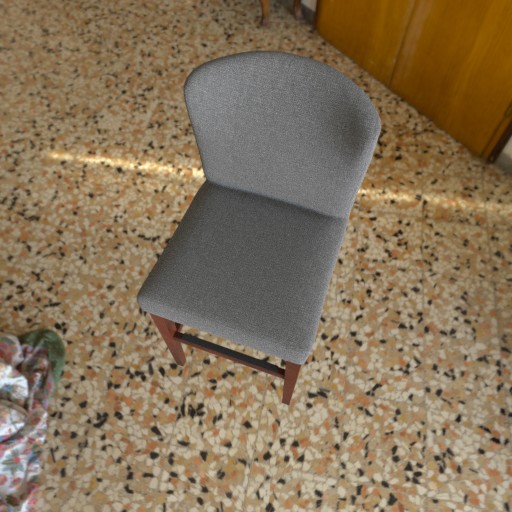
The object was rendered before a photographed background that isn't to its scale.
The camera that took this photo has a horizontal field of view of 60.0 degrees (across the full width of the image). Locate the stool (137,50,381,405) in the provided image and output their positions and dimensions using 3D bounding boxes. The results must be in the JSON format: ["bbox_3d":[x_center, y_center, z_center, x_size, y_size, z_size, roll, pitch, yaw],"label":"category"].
[{"bbox_3d":[0.000,0.000,1.313,0.479,0.968,0.568,17,59,10],"label":"stool"}]
